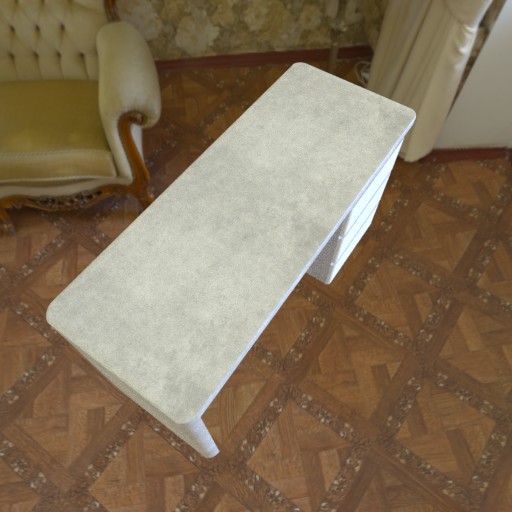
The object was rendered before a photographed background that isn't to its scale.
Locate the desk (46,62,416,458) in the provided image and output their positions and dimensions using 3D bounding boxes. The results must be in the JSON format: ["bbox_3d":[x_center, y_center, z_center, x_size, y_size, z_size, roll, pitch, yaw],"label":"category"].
[{"bbox_3d":[0.000,0.000,1.807,0.550,0.755,1.400,31,64,17],"label":"desk"}]
